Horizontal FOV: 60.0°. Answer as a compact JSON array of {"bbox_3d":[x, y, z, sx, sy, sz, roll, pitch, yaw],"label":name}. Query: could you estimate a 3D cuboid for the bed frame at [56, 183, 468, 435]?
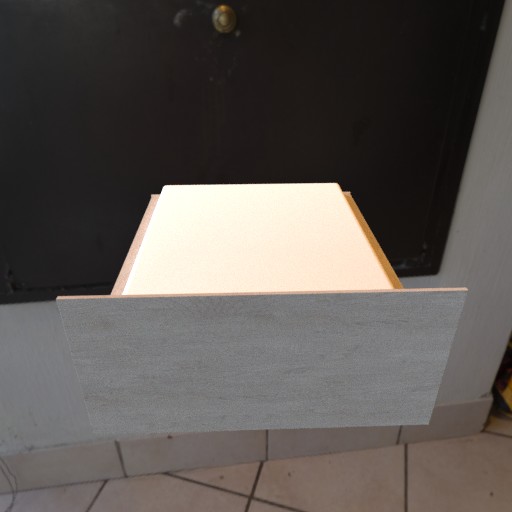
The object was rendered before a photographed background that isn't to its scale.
[{"bbox_3d":[0.000,0.000,2.788,1.622,0.800,1.960,-1,30,-2],"label":"bed frame"}]
